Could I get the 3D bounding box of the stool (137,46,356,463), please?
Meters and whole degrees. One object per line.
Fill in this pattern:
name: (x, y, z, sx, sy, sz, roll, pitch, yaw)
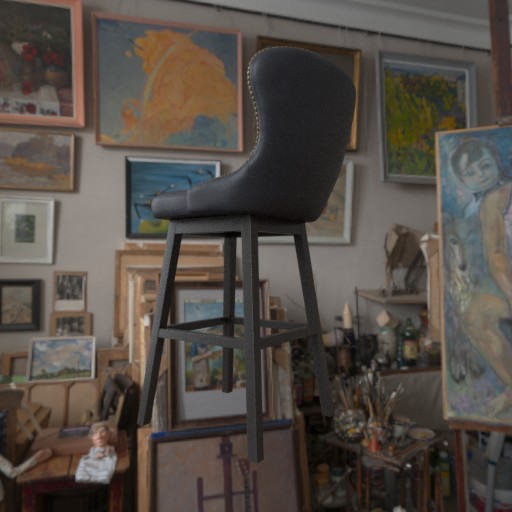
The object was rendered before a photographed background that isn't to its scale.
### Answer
stool: (0.000, 0.000, 1.393, 0.601, 1.050, 0.528, 0, -1, 36)
